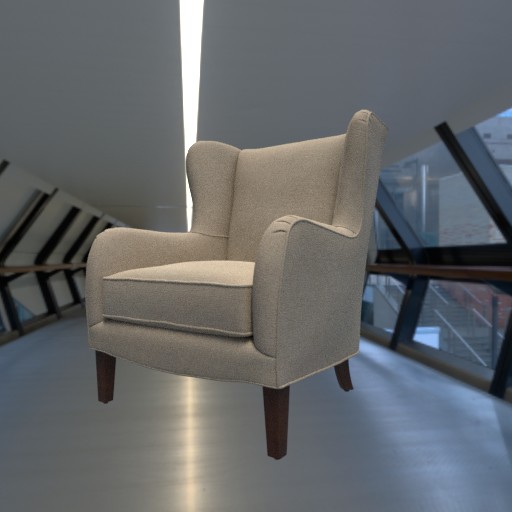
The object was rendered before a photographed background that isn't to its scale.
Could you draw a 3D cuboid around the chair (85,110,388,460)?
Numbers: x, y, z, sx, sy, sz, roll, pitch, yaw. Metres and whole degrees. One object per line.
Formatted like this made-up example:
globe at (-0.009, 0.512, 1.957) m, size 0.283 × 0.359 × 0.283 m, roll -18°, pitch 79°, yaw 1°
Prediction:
chair at (0.000, 0.000, 1.690) m, size 0.838 × 1.040 × 0.966 m, roll 0°, pitch 1°, yaw 36°
